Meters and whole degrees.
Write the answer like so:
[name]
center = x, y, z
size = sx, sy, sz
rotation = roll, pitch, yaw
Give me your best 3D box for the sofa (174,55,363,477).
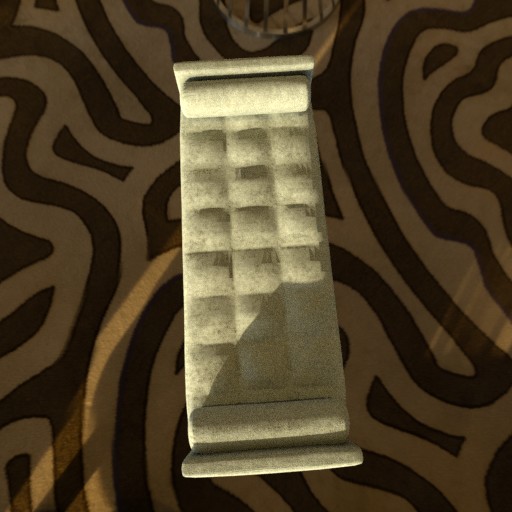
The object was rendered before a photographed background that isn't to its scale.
[sofa]
center = 0.000, 0.000, 2.458
size = 0.797, 0.657, 2.102
rotation = -4, 74, -1
